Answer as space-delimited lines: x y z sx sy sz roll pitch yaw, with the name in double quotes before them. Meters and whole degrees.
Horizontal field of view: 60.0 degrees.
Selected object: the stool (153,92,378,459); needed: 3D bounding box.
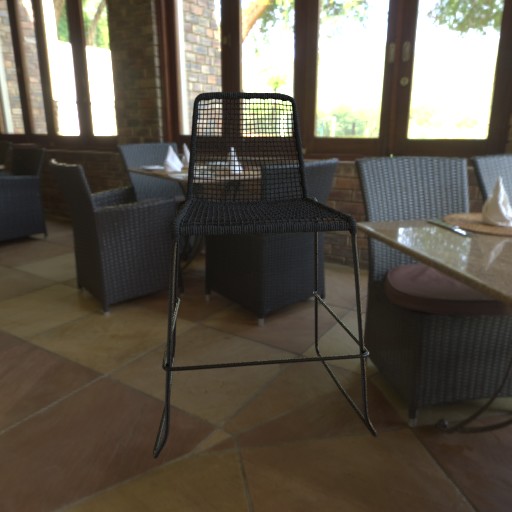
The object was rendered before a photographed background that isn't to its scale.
"stool" 0.000 0.000 1.253 0.590 0.905 0.509 -2 16 -8
